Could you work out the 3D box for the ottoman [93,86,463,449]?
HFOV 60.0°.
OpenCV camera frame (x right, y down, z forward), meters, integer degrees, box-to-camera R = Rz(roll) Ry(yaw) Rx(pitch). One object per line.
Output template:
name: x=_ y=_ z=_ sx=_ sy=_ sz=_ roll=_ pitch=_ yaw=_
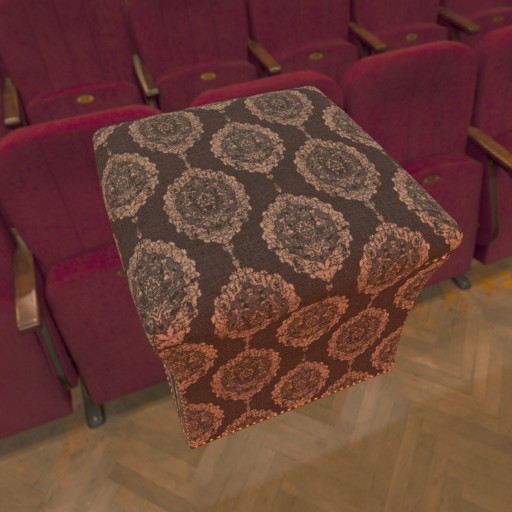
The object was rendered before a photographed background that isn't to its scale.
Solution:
ottoman: x=0.000 y=0.000 z=0.894 sx=0.497 sy=0.475 sz=0.507 roll=-16 pitch=50 yaw=-14
